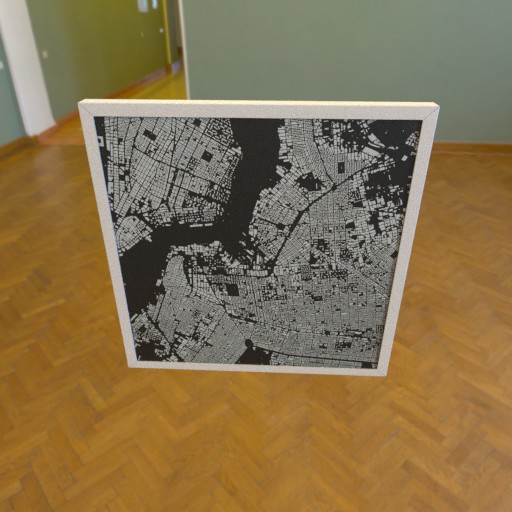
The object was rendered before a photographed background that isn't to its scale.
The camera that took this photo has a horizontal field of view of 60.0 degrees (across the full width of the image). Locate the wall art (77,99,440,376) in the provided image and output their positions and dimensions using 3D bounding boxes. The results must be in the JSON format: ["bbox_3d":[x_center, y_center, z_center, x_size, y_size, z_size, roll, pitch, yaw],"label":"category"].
[{"bbox_3d":[0.000,0.000,1.140,0.761,0.762,0.050,1,30,2],"label":"wall art"}]
